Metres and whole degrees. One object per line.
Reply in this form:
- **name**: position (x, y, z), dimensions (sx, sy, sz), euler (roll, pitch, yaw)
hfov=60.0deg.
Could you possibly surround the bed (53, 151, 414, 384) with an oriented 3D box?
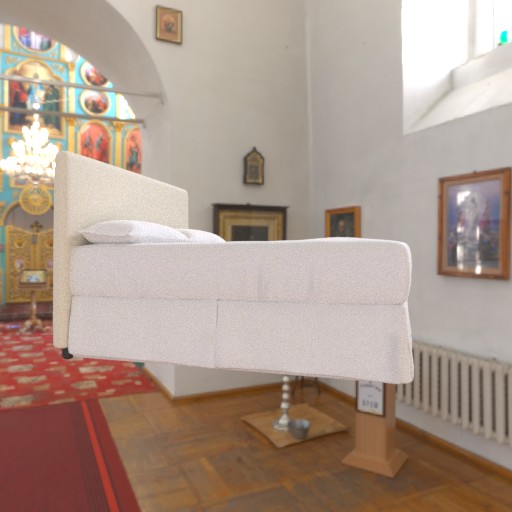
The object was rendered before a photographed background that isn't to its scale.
- **bed**: position (0.000, 0.000, 3.233), dimensions (2.147, 1.330, 1.714), euler (0, -1, 19)
